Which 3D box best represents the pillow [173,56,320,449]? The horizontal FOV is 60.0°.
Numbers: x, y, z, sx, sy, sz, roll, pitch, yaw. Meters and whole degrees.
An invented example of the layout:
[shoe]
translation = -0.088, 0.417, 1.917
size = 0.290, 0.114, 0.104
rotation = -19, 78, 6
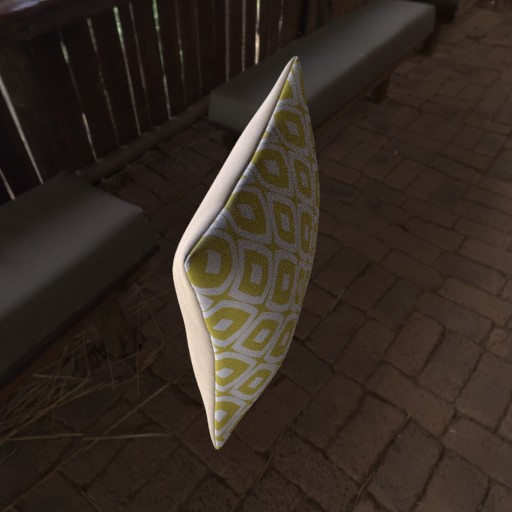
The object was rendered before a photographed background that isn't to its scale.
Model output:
[pillow]
translation = 0.000, 0.000, 0.777
size = 0.188, 0.494, 0.504
rotation = 12, 48, 11
